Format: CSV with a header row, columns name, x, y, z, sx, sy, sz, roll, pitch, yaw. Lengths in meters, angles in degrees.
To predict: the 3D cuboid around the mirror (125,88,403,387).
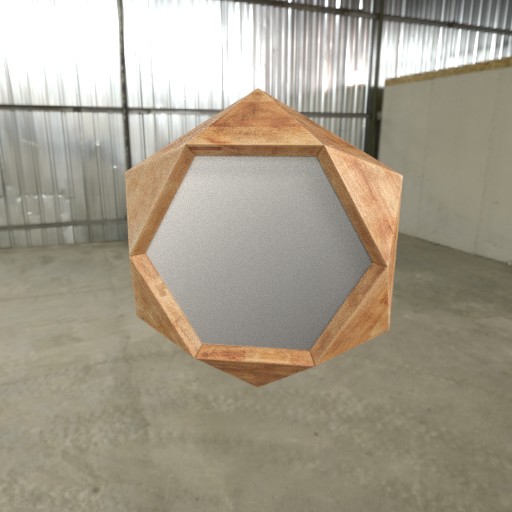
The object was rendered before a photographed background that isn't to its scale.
name,x,y,z,sx,sy,sz,roll,pitch,yaw
mirror,0.000,0.000,1.085,0.675,0.779,0.091,2,16,8
